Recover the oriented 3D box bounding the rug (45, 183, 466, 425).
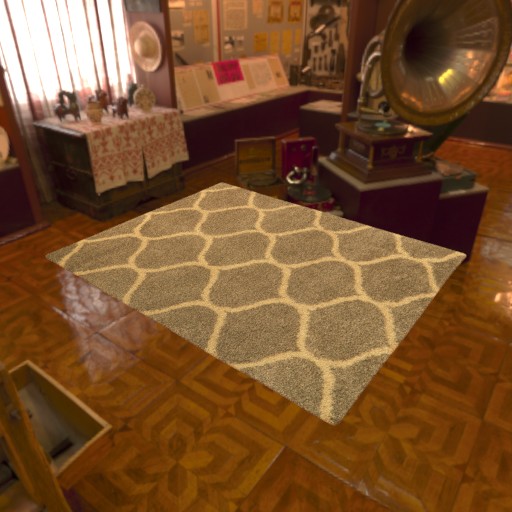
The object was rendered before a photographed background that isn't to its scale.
[{"bbox_3d":[0.000,0.000,4.018,3.000,0.026,2.399,21,36,33],"label":"rug"}]
